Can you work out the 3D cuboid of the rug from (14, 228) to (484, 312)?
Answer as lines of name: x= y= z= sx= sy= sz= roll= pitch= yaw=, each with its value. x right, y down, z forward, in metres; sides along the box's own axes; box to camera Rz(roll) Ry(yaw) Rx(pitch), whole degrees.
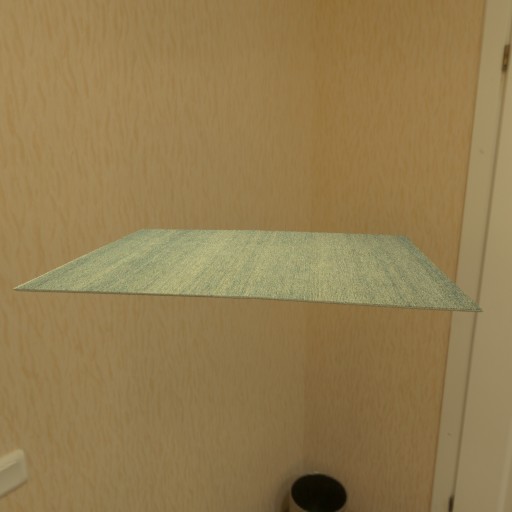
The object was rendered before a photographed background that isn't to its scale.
rug: x=0.000 y=0.000 z=4.187 sx=3.237 sy=0.046 sz=2.461 roll=2 pitch=14 yaw=8
